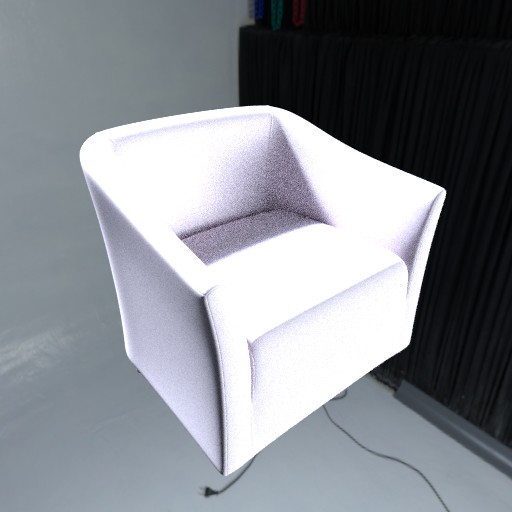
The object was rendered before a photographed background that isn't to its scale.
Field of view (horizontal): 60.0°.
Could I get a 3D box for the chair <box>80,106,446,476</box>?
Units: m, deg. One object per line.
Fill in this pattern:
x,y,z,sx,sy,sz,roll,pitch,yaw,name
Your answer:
0.000,0.000,1.314,0.790,0.720,0.700,-22,36,-34,chair
